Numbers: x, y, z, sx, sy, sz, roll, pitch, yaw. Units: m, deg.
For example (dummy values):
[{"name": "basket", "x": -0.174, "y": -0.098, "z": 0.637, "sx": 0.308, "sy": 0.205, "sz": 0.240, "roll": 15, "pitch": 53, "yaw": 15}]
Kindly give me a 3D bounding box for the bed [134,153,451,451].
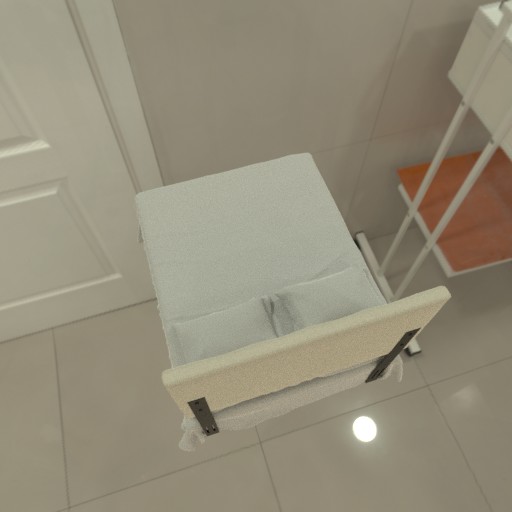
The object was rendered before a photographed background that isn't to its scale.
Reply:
[{"name": "bed", "x": 0.000, "y": 0.000, "z": 3.484, "sx": 1.936, "sy": 1.577, "sz": 2.222, "roll": -15, "pitch": 60, "yaw": -9}]
